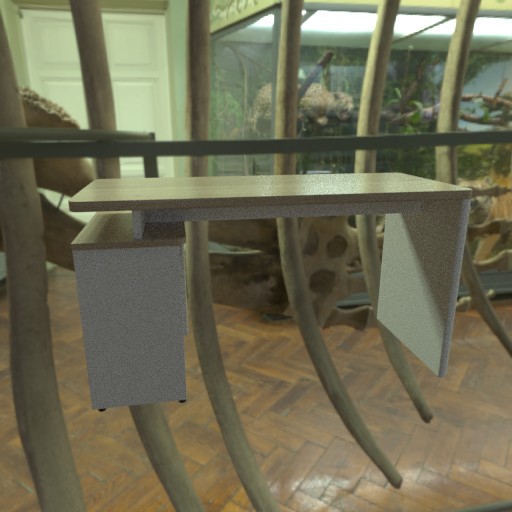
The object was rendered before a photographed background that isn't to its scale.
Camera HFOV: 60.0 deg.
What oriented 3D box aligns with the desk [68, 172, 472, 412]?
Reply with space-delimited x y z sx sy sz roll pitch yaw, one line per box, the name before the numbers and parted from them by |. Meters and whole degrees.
desk | 0.000 0.000 2.138 1.400 0.770 1.175 -3 17 -10
